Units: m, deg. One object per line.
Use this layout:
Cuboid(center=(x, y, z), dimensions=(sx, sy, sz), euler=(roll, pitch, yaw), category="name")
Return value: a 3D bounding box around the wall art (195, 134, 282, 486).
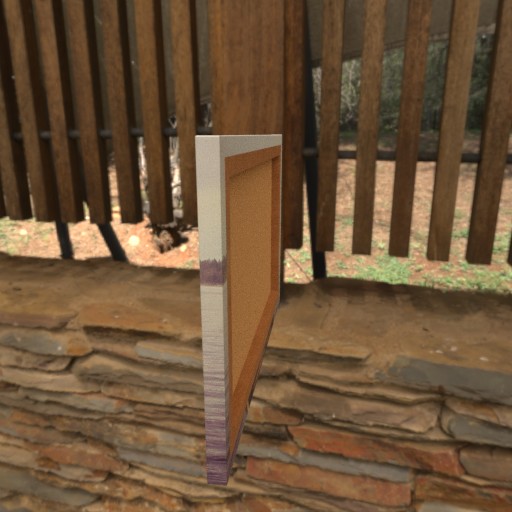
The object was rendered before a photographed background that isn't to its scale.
Cuboid(center=(0.000, 0.000, 1.154), dimensions=(0.037, 0.609, 0.916), euler=(2, 16, 9), category="wall art")
